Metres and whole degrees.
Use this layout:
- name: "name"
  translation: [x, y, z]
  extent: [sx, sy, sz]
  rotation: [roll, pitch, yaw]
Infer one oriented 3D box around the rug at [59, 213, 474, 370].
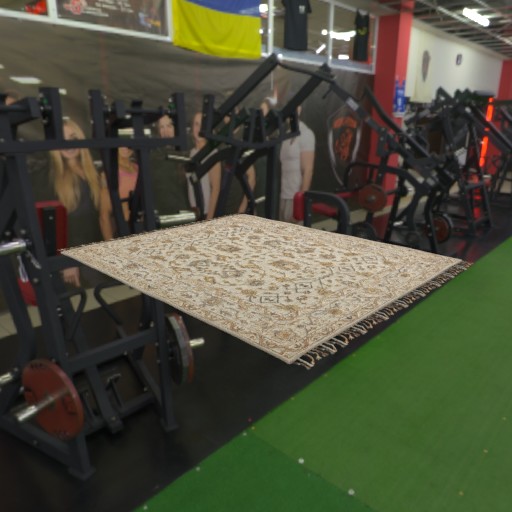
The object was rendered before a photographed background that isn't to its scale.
- name: "rug"
  translation: [0.000, 0.000, 4.089]
  extent: [3.061, 0.034, 2.426]
  rotation: [16, 24, 42]
